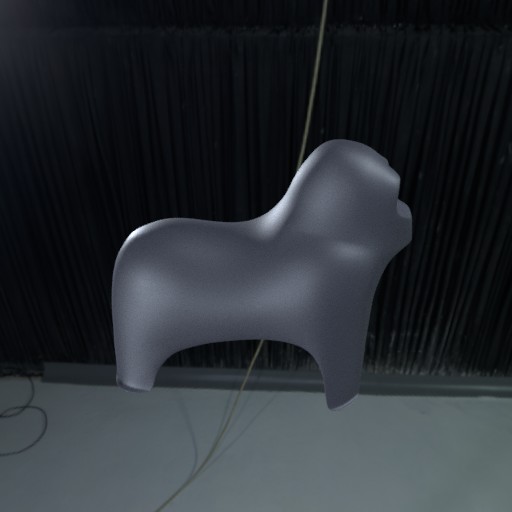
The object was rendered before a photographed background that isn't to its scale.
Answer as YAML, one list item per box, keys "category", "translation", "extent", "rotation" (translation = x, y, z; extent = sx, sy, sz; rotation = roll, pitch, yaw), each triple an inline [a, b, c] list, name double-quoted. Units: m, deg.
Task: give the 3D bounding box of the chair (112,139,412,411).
- category: "chair"
  translation: [0.000, 0.000, 1.154]
  extent: [0.758, 0.600, 0.490]
  rotation: [0, 30, 0]
